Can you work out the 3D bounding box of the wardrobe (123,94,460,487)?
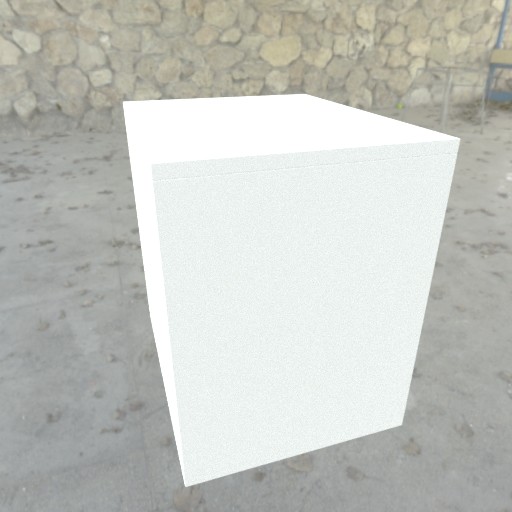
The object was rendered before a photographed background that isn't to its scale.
[{"bbox_3d":[0.000,0.000,0.853,0.400,0.520,0.500,-8,28,-16],"label":"wardrobe"}]
